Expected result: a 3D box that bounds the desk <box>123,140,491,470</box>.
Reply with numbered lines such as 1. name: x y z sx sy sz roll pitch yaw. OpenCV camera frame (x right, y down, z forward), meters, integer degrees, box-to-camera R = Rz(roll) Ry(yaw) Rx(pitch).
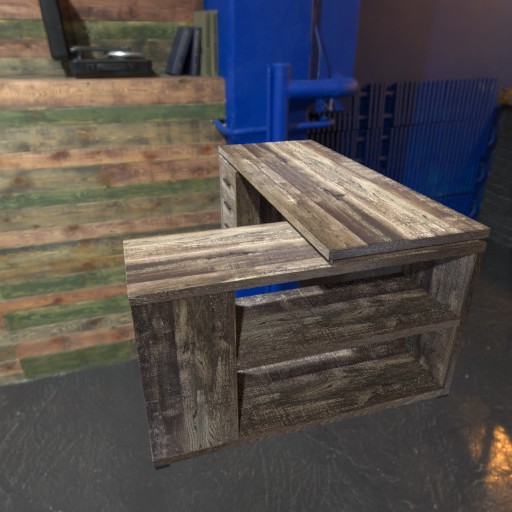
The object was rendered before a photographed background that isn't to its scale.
1. desk: 0.000 0.000 2.167 1.200 0.753 1.524 -8 27 -15
